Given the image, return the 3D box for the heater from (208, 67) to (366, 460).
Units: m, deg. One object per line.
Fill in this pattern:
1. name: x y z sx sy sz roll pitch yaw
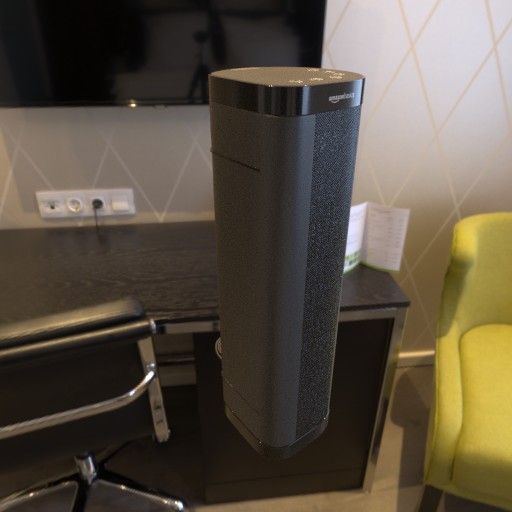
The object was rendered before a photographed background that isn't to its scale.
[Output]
1. heater: 0.000 0.000 0.702 0.174 0.552 0.312 -20 34 -32
